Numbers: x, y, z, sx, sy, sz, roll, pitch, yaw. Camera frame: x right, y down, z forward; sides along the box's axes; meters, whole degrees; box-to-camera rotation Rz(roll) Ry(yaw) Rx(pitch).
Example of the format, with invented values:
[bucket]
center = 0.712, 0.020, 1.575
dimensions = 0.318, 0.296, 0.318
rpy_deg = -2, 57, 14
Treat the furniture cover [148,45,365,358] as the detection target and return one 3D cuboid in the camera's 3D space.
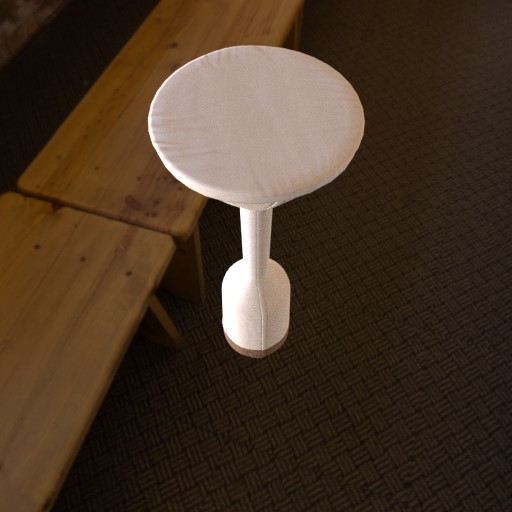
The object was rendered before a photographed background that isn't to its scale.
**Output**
[furniture cover]
center = 0.000, 0.000, 2.913
dimensions = 0.914, 2.413, 0.914
rpy_deg = -12, 60, -7
